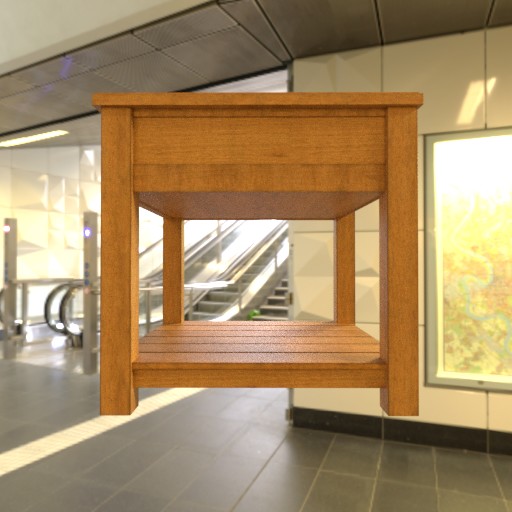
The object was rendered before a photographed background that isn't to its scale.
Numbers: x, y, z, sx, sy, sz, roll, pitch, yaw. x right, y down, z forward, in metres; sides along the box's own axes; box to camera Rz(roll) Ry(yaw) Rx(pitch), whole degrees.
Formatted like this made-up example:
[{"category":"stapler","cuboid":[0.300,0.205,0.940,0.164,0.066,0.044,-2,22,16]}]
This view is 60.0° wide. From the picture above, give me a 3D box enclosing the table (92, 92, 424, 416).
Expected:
[{"category":"table","cuboid":[0.000,0.000,1.111,0.612,0.593,0.616,0,-1,0]}]
